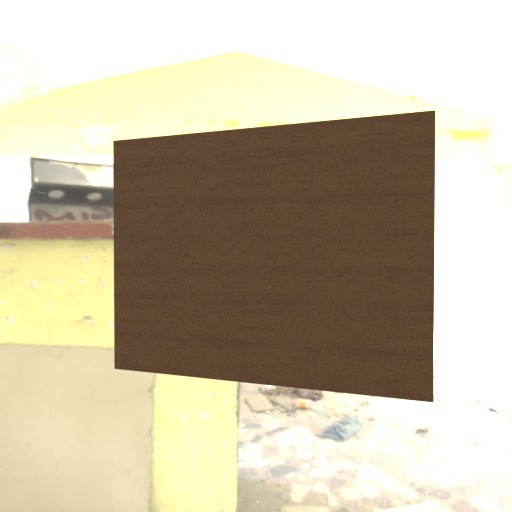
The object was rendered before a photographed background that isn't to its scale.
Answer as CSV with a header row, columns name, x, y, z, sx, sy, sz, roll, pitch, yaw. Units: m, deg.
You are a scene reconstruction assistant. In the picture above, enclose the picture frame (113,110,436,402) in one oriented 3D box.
name,x,y,z,sx,sy,sz,roll,pitch,yaw
picture frame,0.000,0.000,1.778,1.329,1.018,0.045,0,1,19
